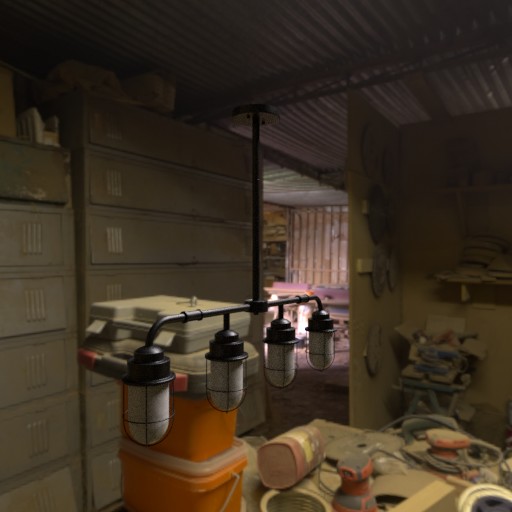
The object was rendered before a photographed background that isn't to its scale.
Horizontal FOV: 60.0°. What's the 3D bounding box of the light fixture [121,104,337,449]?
[{"bbox_3d":[0.000,0.000,1.210,0.131,0.785,0.852,0,0,36],"label":"light fixture"}]
